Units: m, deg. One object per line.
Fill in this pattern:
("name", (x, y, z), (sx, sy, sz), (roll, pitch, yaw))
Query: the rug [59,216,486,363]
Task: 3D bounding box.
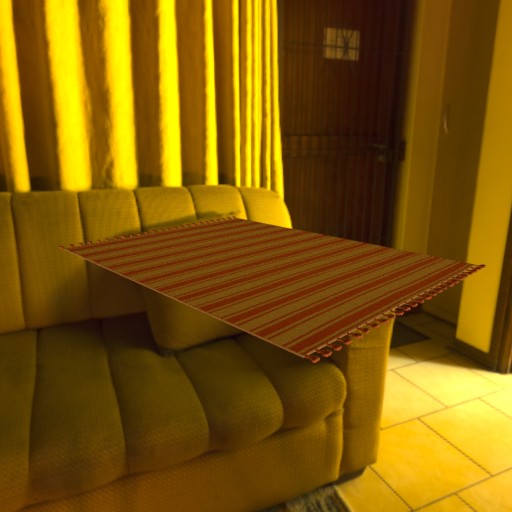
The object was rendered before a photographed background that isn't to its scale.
("rug", (0.000, 0.000, 4.264), (2.451, 0.035, 3.369), (-15, 21, -42))
